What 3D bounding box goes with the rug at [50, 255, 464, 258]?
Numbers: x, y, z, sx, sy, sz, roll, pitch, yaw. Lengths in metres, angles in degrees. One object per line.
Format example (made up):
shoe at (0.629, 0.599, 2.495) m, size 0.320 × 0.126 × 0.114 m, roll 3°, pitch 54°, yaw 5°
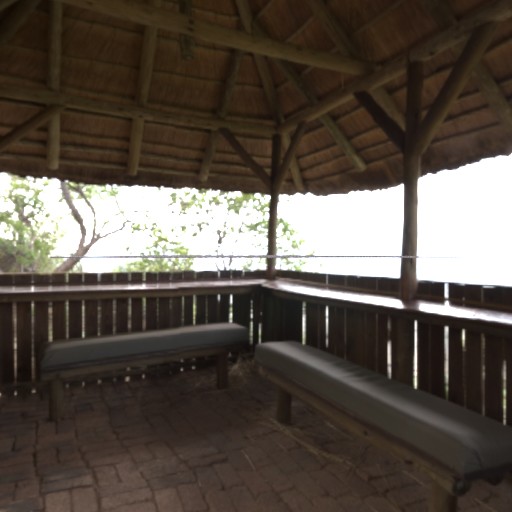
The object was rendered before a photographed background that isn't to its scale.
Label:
rug at (0.000, 0.000, 4.131) m, size 2.442 × 0.008 × 3.046 m, roll 0°, pitch 0°, yaw 0°
